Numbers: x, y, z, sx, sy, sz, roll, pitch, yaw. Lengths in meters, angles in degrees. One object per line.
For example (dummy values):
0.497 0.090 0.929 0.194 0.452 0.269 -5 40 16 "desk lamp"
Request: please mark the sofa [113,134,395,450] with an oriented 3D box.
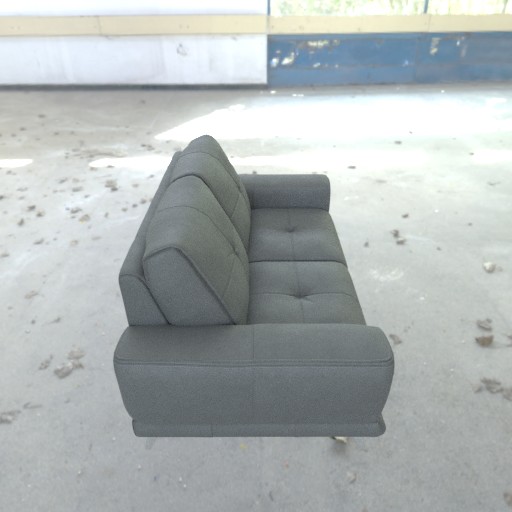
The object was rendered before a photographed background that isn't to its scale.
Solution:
0.000 0.000 2.323 1.018 0.907 1.806 0 32 0 "sofa"
